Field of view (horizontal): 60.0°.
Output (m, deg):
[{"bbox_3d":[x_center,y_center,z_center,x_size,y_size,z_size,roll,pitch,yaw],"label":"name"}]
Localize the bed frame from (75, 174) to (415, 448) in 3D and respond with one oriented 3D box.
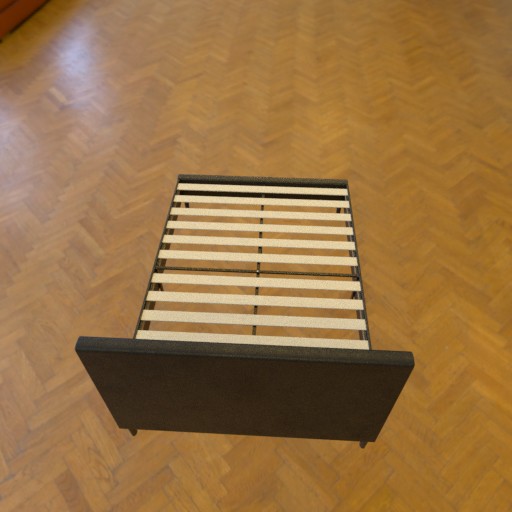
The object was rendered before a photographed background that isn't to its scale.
[{"bbox_3d":[0.000,0.000,3.005,1.469,1.046,2.152,2,47,2],"label":"bed frame"}]
